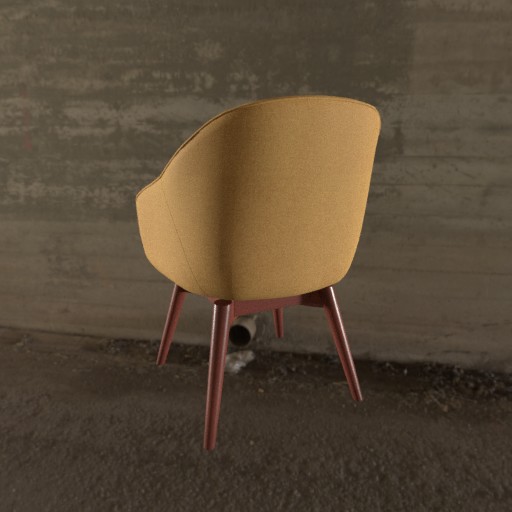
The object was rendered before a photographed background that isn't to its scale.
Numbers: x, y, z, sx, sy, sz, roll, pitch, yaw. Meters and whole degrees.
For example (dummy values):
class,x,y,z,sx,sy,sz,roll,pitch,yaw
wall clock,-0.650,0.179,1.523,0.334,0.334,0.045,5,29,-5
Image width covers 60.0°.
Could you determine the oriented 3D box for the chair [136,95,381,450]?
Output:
class,x,y,z,sx,sy,sz,roll,pitch,yaw
chair,0.000,0.000,1.269,0.596,0.823,0.635,-8,17,-26
